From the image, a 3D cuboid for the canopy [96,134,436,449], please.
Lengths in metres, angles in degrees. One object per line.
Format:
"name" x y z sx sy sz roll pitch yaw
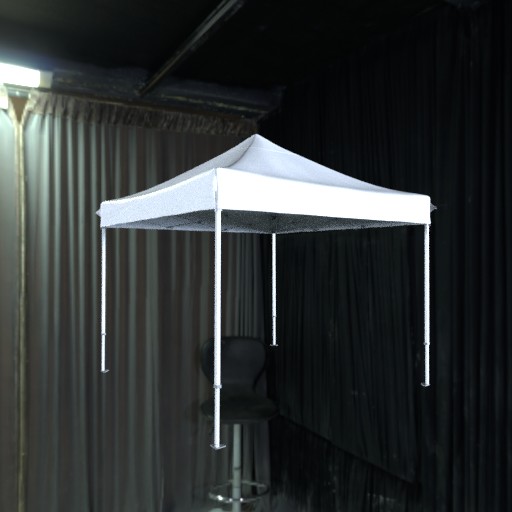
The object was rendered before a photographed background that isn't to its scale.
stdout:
"canopy" 0.000 0.000 5.458 2.996 2.998 2.994 0 0 -36
